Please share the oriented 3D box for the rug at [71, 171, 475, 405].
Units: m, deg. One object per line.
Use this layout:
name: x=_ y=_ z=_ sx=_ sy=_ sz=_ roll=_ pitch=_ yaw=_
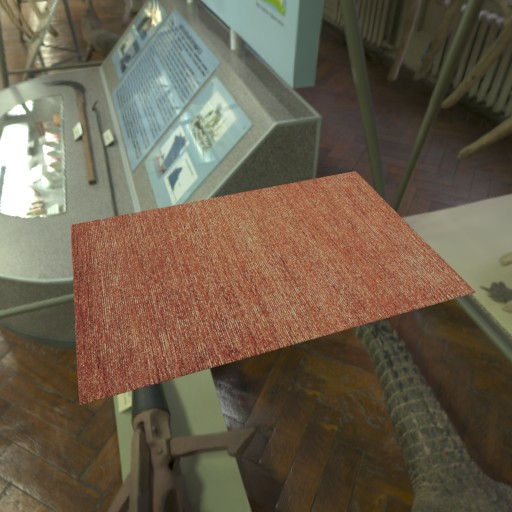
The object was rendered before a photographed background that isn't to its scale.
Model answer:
rug: x=0.000 y=0.000 z=2.226 sx=1.747 sy=0.011 sz=1.139 roll=-13 pitch=43 yaw=-14
